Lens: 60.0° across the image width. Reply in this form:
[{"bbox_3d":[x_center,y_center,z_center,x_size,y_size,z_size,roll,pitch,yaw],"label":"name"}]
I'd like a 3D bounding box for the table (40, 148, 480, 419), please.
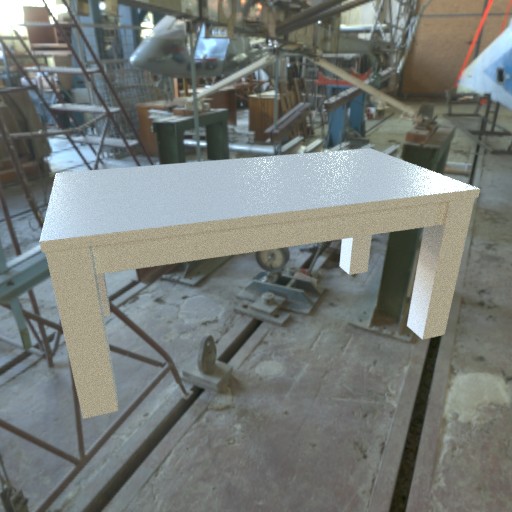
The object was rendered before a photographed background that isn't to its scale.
[{"bbox_3d":[0.000,0.000,2.260,1.800,0.790,0.900,-8,27,-17],"label":"table"}]
